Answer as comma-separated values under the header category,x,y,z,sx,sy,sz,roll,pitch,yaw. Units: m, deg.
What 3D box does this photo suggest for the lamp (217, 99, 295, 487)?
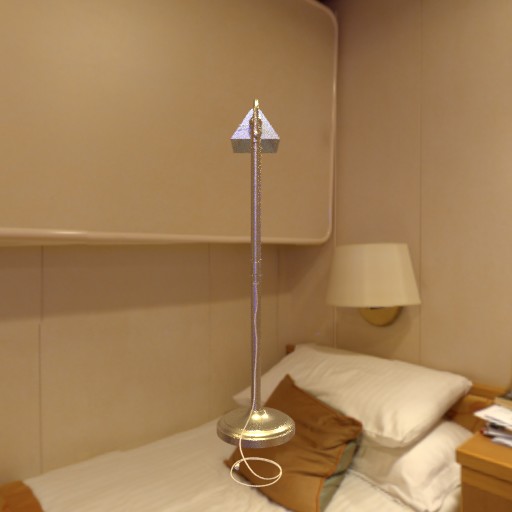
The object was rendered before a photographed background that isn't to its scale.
category,x,y,z,sx,sy,sz,roll,pitch,yaw
lamp,0.000,0.000,0.953,0.159,0.708,0.546,0,1,0
